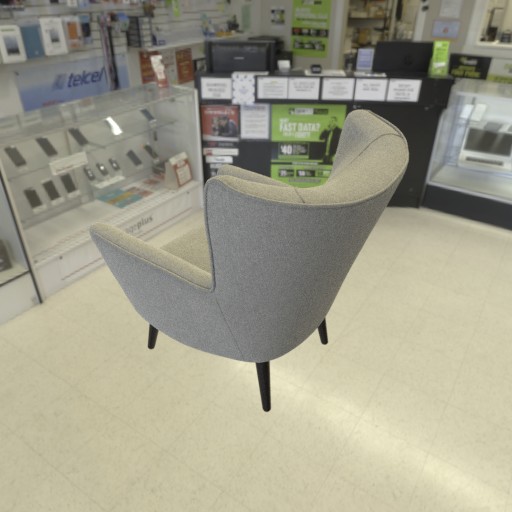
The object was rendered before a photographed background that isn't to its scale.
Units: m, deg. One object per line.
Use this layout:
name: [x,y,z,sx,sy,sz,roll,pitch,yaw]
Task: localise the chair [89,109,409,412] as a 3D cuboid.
chair: [0.000,0.000,1.586,0.888,0.933,0.781,22,38,30]
